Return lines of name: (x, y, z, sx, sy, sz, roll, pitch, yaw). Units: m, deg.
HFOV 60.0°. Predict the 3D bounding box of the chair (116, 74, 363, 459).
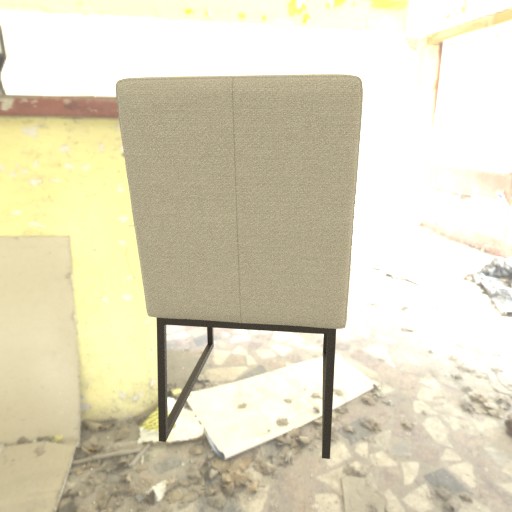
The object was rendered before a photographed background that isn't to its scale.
chair: (0.000, 0.000, 1.294, 0.520, 0.930, 0.634, 2, 16, 8)
